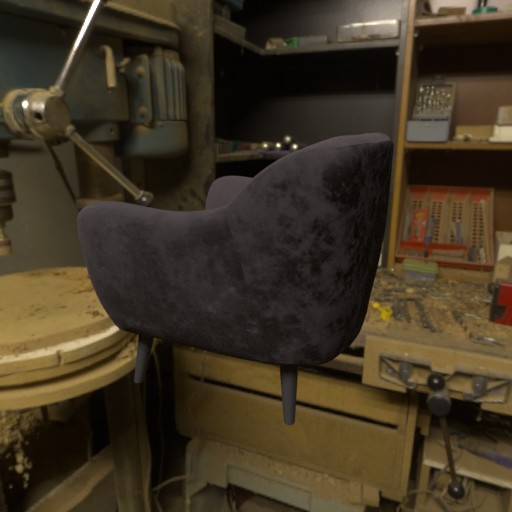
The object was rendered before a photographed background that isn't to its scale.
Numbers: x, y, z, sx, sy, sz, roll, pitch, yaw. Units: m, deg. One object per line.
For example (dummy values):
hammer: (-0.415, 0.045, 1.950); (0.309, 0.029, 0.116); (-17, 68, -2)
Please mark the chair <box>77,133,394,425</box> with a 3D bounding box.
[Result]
chair: (0.000, 0.000, 1.506); (0.819, 0.807, 0.840); (7, 17, 23)
